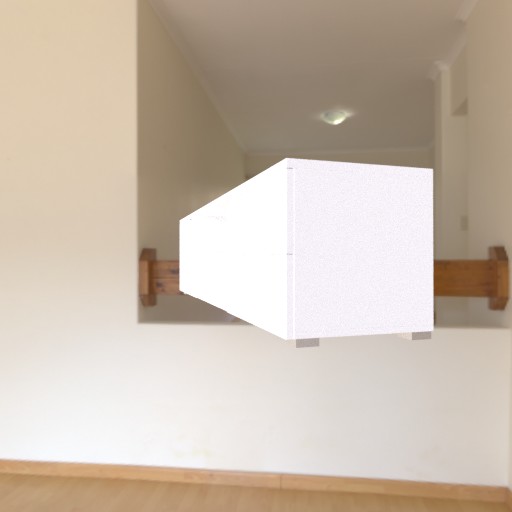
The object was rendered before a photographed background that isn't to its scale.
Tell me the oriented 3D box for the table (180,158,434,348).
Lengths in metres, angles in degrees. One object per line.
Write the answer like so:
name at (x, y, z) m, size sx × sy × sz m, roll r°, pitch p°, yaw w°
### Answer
table at (0.000, 0.000, 1.819) m, size 0.390 × 0.420 × 1.650 m, roll 0°, pitch 0°, yaw -18°
